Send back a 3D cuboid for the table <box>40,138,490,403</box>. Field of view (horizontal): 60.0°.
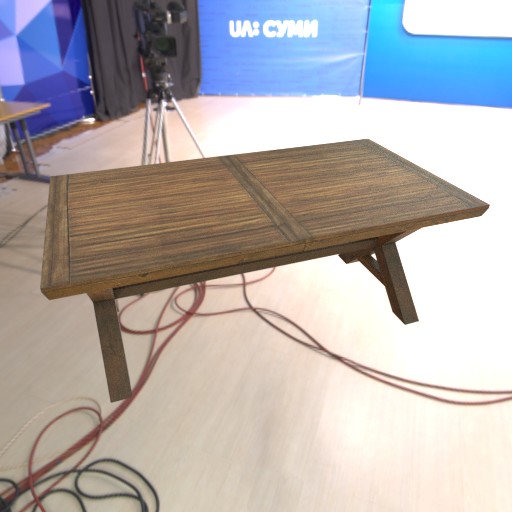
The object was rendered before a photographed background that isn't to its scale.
[{"bbox_3d":[0.000,0.000,2.448,1.966,0.793,1.071,-11,34,-17],"label":"table"}]
